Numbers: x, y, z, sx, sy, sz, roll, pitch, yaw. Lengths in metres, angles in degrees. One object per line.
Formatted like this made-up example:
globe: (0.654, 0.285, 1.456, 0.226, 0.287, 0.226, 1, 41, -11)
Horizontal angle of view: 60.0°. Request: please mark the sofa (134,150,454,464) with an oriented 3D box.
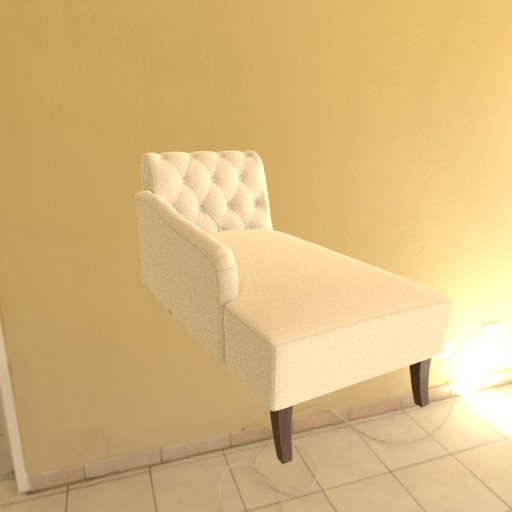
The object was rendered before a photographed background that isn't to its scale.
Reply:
sofa: (0.000, 0.000, 1.795, 0.675, 0.787, 1.379, -8, 18, -28)
